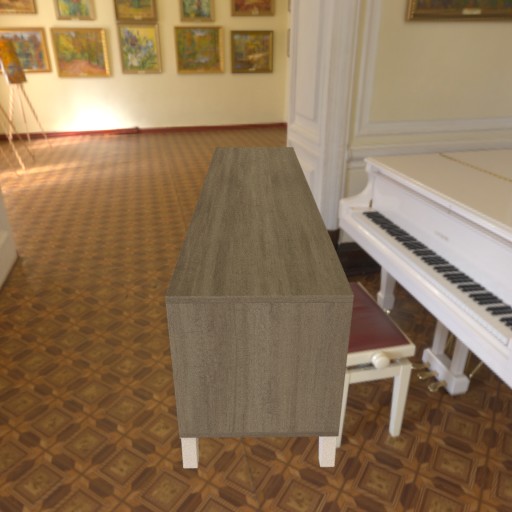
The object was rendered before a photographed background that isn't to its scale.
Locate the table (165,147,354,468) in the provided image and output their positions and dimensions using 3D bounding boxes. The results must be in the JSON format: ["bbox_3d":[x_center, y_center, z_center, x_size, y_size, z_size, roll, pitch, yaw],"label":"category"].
[{"bbox_3d":[0.000,0.000,1.729,0.400,0.530,1.500,0,26,-1],"label":"table"}]
